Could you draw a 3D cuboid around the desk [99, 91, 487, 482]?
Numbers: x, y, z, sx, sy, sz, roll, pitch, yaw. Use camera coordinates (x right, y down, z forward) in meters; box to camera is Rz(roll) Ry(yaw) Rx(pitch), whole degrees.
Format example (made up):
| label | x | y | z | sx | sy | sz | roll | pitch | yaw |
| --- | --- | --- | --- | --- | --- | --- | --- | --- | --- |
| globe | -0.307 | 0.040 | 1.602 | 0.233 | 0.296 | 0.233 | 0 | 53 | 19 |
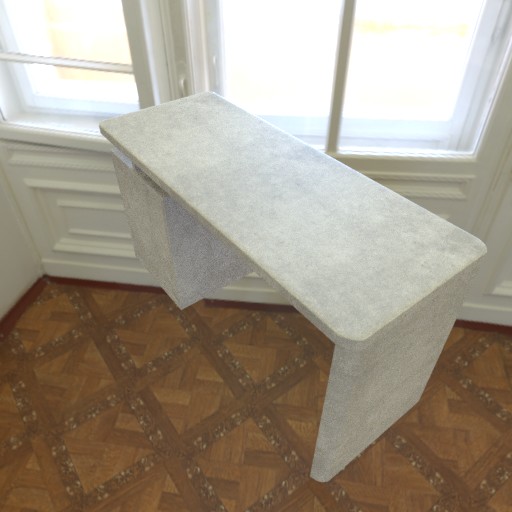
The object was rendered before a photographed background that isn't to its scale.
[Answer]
| label | x | y | z | sx | sy | sz | roll | pitch | yaw |
| --- | --- | --- | --- | --- | --- | --- | --- | --- | --- |
| desk | 0.000 | 0.000 | 1.740 | 0.550 | 0.755 | 1.400 | -27 | 48 | -27 |
